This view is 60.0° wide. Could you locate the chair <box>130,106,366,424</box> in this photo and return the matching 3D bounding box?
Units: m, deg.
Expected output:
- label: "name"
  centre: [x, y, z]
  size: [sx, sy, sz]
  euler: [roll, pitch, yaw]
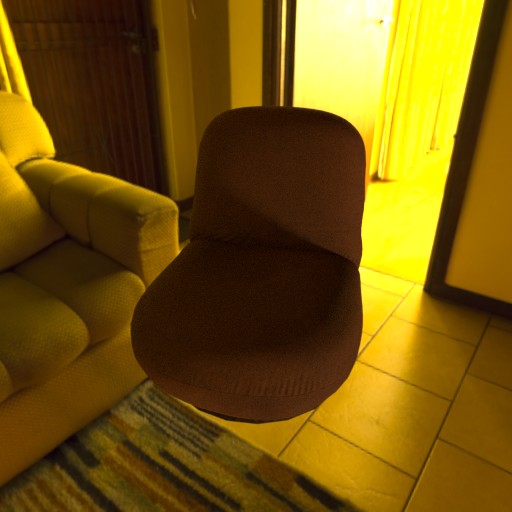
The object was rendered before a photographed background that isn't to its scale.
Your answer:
- label: "chair"
  centre: [0.000, 0.000, 1.031]
  size: [0.521, 0.594, 0.597]
  euler: [8, 29, 14]
